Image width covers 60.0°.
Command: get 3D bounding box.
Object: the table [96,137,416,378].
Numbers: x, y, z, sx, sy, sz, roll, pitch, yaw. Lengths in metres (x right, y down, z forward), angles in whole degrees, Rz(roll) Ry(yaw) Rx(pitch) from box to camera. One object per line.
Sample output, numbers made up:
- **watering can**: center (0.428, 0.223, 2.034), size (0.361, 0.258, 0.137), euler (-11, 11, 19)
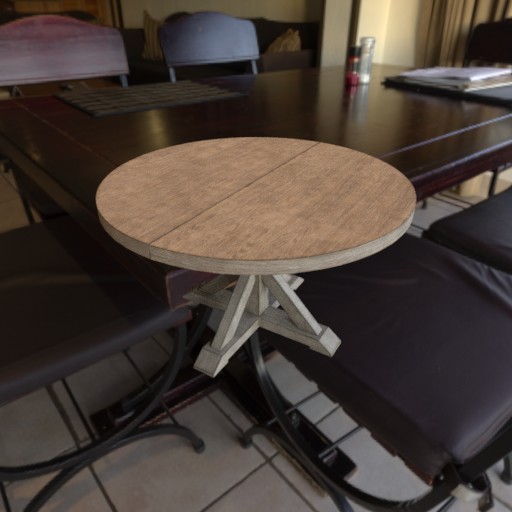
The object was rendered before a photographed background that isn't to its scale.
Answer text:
- **table**: center (0.000, 0.000, 2.166), size (1.363, 0.781, 1.363), euler (0, 31, 0)
